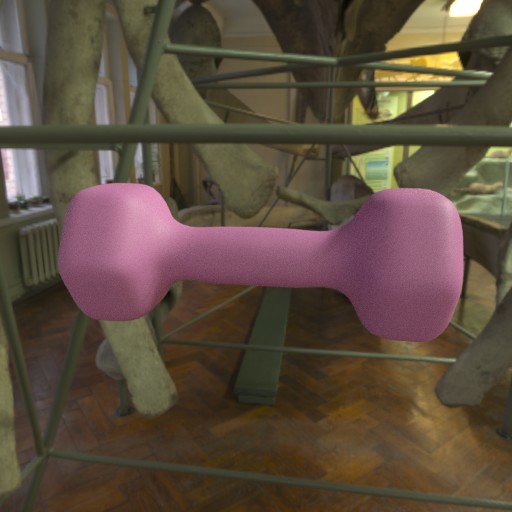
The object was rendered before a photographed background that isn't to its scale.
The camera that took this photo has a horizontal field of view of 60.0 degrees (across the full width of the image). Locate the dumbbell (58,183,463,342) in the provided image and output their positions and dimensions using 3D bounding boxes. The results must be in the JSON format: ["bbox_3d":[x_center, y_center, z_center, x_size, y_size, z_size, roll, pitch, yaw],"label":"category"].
[{"bbox_3d":[0.000,0.000,0.188,0.159,0.058,0.064,3,15,9],"label":"dumbbell"}]
